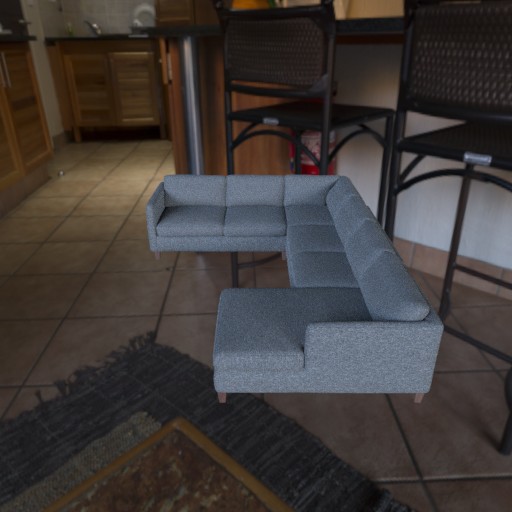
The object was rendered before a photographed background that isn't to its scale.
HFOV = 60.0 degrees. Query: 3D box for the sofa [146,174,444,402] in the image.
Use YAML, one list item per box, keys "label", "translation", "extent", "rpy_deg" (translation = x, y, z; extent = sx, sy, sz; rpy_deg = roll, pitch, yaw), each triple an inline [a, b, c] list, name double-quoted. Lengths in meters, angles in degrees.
- label: "sofa"
  translation: [0.000, 0.000, 4.481]
  extent: [2.551, 0.853, 3.238]
  rpy_deg: [0, 27, 0]
